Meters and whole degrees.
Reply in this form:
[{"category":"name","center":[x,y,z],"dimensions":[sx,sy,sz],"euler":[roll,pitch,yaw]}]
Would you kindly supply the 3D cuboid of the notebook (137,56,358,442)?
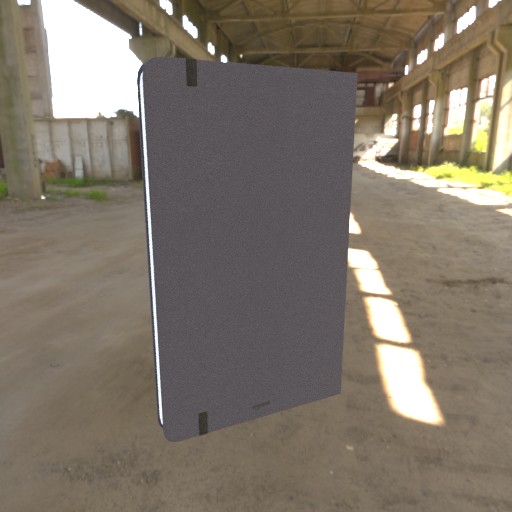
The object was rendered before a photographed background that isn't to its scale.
[{"category":"notebook","center":[0.000,0.000,0.268],"dimensions":[0.127,0.213,0.016],"euler":[-7,16,-25]}]
